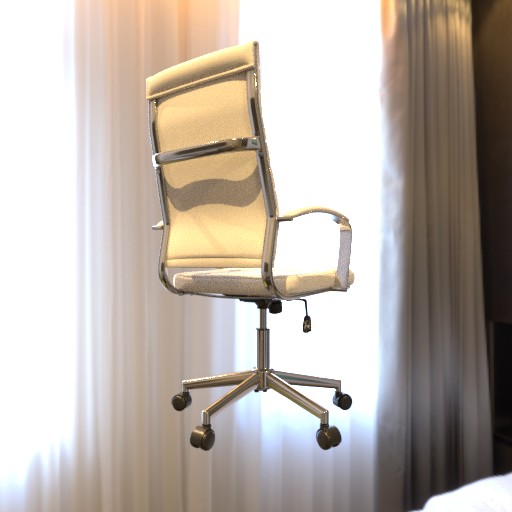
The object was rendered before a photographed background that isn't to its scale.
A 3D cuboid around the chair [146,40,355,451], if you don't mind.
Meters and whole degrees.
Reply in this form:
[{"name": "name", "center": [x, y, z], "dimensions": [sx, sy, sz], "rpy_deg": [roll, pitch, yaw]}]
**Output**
[{"name": "chair", "center": [0.000, 0.000, 1.549], "dimensions": [0.679, 1.149, 0.679], "rpy_deg": [-1, -1, 35]}]
